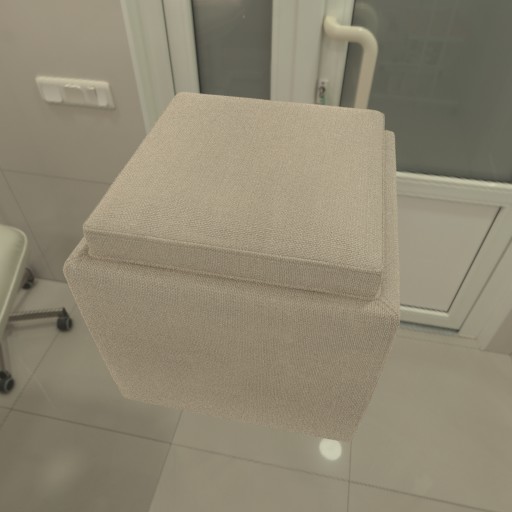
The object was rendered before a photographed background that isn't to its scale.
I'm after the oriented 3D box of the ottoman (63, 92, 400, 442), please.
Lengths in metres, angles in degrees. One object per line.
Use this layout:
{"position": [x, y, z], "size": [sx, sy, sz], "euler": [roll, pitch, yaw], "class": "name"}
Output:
{"position": [0.000, 0.000, 0.808], "size": [0.450, 0.460, 0.451], "euler": [8, 46, 8], "class": "ottoman"}
